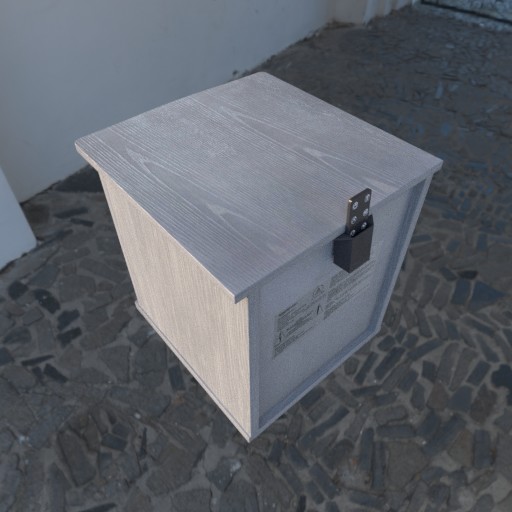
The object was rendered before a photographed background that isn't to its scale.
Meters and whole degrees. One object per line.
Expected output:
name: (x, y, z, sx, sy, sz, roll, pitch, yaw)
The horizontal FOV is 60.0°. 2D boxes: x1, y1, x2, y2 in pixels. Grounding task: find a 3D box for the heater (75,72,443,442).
heater: (0.000, 0.000, 0.760, 0.362, 0.481, 0.400, -32, 54, -27)
